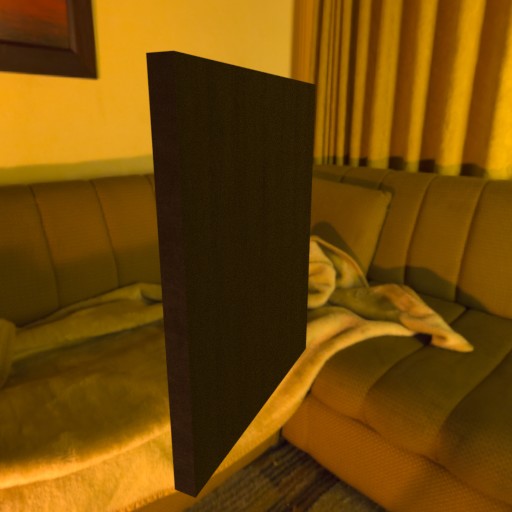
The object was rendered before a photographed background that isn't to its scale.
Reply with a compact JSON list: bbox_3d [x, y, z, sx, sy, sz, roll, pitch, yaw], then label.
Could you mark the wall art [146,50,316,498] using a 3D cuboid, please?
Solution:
[{"bbox_3d":[0.000,0.000,0.721,0.034,0.552,0.455,8,18,24],"label":"wall art"}]
